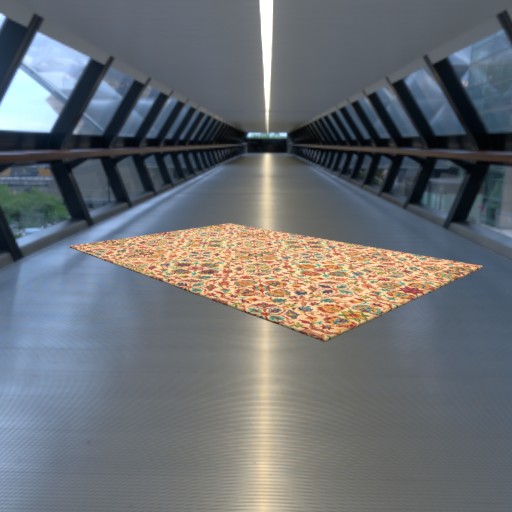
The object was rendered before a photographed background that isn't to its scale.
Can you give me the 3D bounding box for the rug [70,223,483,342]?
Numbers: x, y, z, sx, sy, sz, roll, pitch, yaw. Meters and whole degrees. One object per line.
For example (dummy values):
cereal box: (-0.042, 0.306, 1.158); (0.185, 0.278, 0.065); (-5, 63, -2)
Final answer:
rug: (0.000, 0.000, 2.332); (1.226, 0.013, 1.838); (-12, 18, -43)
